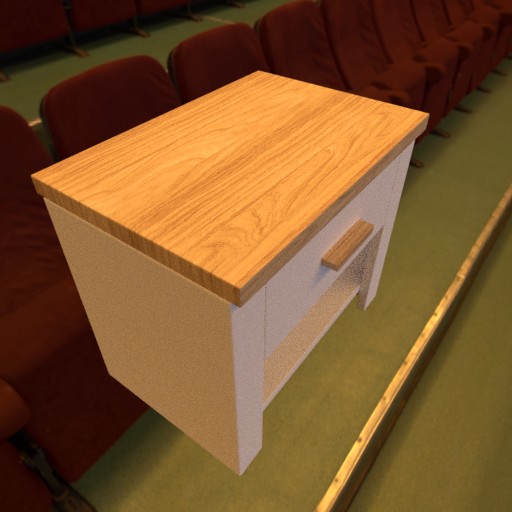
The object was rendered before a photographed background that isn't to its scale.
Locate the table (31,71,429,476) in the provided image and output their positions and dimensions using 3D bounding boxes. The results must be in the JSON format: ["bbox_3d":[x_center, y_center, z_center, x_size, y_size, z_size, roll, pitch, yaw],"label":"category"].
[{"bbox_3d":[0.000,0.000,0.789,0.360,0.440,0.500,26,47,27],"label":"table"}]
